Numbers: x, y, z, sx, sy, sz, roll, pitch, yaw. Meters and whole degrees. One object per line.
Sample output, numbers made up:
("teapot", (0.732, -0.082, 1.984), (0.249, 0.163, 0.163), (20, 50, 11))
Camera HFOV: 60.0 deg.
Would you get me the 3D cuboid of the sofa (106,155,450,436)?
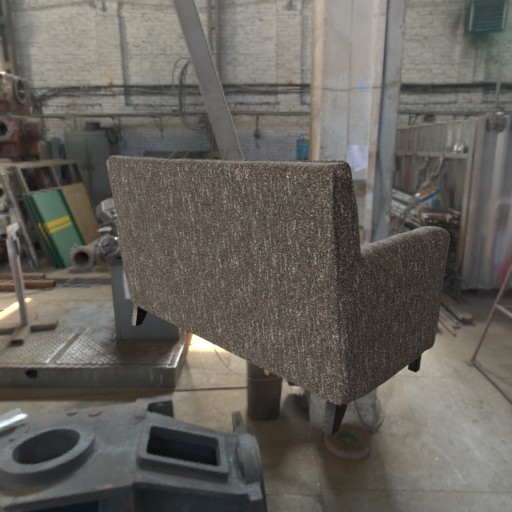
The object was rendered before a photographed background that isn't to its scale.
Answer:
("sofa", (0.000, 0.000, 2.130), (0.801, 0.946, 1.519), (-13, 19, -43))
